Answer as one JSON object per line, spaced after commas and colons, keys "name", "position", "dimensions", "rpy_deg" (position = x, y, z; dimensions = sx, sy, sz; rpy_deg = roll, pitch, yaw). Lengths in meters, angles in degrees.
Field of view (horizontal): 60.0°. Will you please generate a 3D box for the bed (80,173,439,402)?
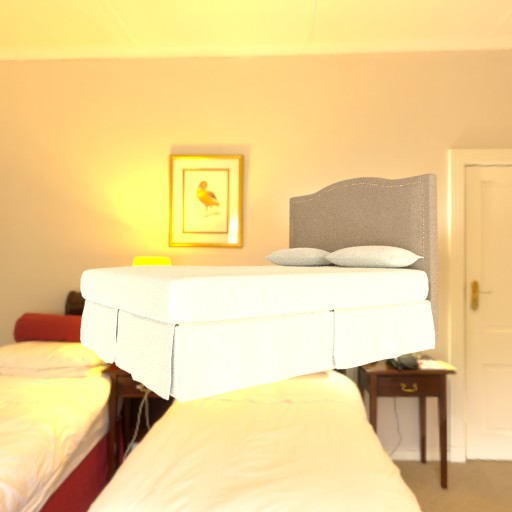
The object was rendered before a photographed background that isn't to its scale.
{"name": "bed", "position": [0.000, 0.000, 3.484], "dimensions": [2.282, 1.436, 1.821], "rpy_deg": [0, 0, -35]}
